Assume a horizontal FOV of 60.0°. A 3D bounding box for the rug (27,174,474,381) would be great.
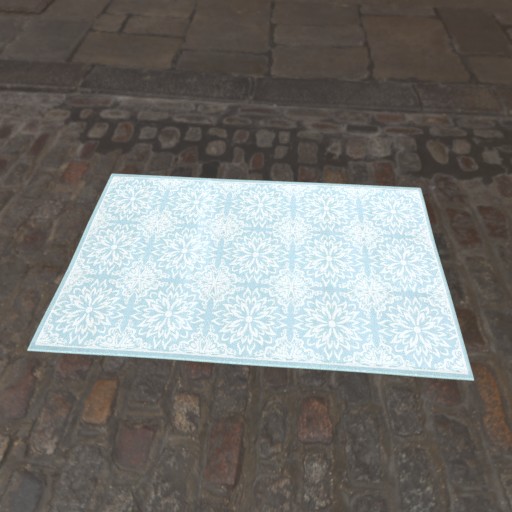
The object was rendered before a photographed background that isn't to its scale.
[{"bbox_3d":[0.000,0.000,2.226,1.840,0.012,1.219,3,48,3],"label":"rug"}]
